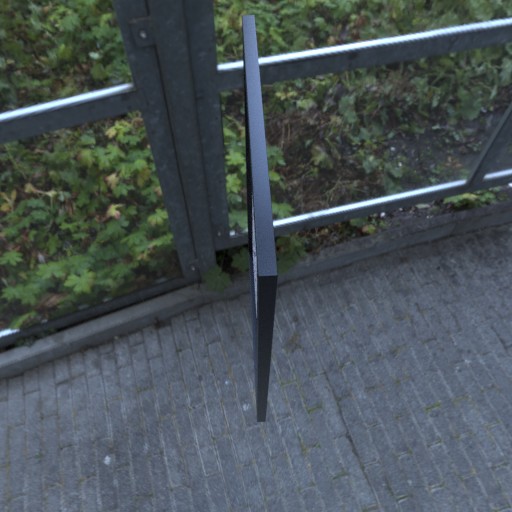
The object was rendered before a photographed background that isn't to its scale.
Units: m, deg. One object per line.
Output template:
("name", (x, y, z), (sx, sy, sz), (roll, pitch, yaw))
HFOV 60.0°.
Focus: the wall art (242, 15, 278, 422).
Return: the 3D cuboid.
("wall art", (0.000, 0.000, 0.835), (0.019, 0.656, 0.462), (-3, 58, -2))
